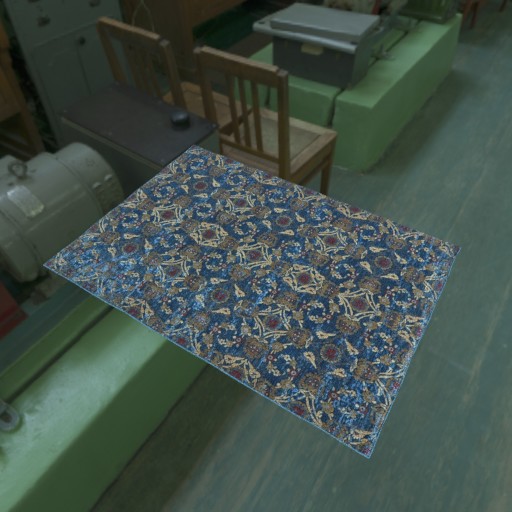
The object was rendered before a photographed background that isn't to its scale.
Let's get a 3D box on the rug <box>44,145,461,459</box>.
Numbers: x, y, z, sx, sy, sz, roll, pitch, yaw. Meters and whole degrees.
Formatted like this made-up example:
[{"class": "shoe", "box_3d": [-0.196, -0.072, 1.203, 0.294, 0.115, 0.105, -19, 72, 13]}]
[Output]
[{"class": "rug", "box_3d": [0.000, 0.000, 4.269, 3.291, 0.013, 2.337, 25, 53, 21]}]
